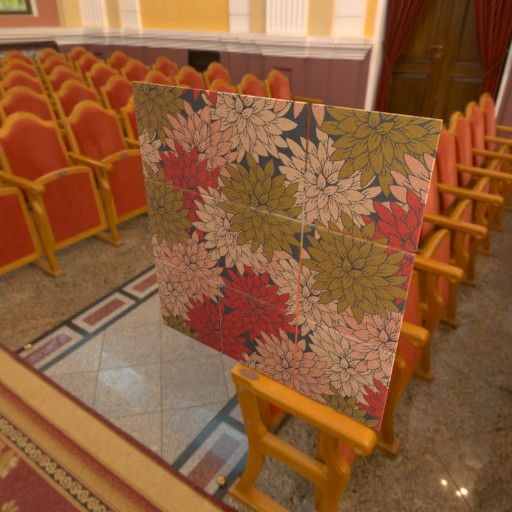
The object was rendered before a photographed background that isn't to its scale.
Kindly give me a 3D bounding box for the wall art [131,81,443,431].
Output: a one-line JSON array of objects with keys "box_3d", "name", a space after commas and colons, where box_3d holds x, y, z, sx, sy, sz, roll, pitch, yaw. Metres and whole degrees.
[{"box_3d": [0.000, 0.000, 1.776, 1.206, 1.218, 0.013, 19, 35, 30], "name": "wall art"}]
